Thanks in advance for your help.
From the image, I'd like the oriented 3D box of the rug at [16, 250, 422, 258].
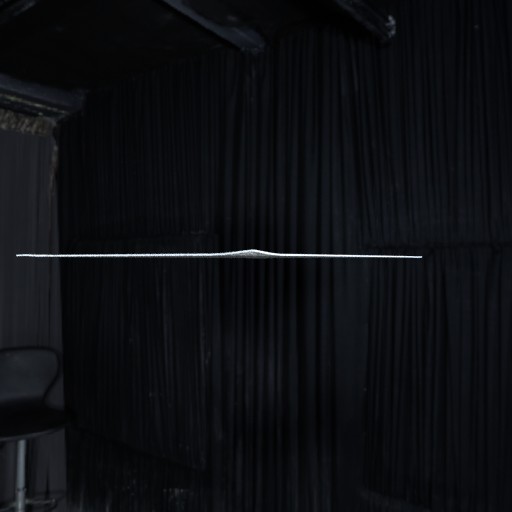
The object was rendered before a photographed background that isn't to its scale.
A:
[{"bbox_3d":[0.000,0.000,2.277,1.209,0.019,1.828,0,0,34],"label":"rug"}]
